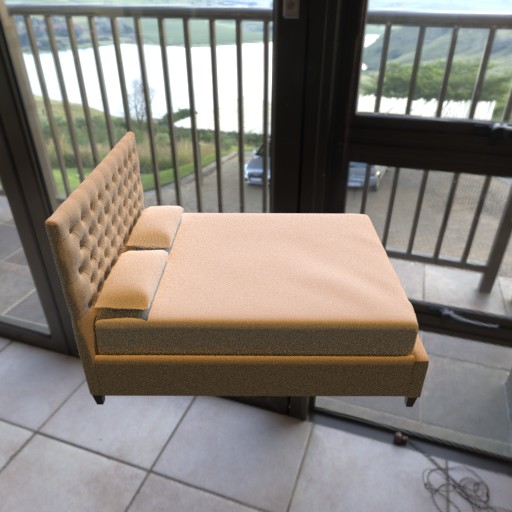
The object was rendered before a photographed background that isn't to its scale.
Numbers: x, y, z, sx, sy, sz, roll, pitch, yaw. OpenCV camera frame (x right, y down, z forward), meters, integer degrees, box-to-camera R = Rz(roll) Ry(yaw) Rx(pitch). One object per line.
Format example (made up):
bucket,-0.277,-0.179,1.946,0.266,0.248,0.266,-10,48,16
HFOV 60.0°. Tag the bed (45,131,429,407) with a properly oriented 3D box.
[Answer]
bed,0.000,0.000,3.376,2.233,1.426,1.696,0,31,1
